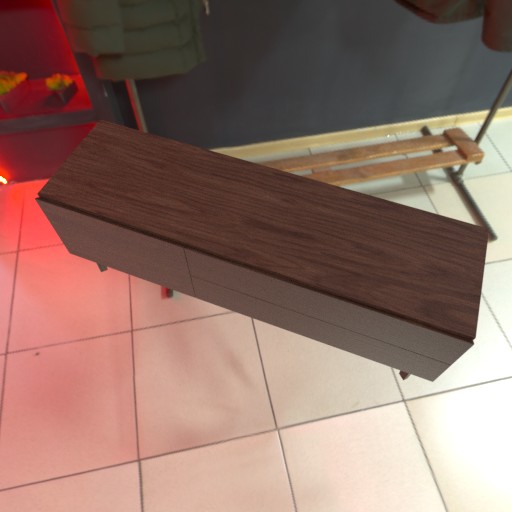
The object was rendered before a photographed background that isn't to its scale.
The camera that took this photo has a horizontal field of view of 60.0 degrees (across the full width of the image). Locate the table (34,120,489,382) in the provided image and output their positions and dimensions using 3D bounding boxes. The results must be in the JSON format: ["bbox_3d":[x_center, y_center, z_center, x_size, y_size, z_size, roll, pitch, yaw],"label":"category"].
[{"bbox_3d":[0.000,0.000,1.623,1.397,0.508,0.405,18,59,11],"label":"table"}]
